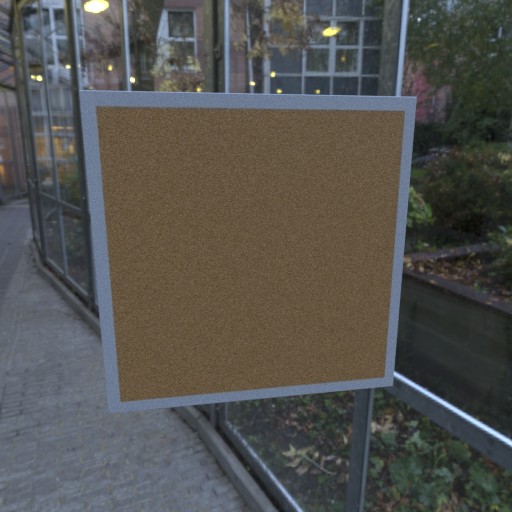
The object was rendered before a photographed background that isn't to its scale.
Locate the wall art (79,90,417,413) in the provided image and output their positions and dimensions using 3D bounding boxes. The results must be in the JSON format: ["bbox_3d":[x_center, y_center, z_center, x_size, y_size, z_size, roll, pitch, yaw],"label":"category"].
[{"bbox_3d":[0.000,0.000,0.594,0.406,0.406,0.038,-2,14,-10],"label":"wall art"}]
